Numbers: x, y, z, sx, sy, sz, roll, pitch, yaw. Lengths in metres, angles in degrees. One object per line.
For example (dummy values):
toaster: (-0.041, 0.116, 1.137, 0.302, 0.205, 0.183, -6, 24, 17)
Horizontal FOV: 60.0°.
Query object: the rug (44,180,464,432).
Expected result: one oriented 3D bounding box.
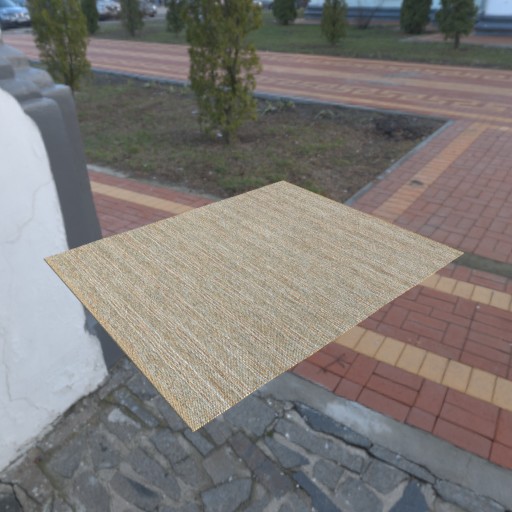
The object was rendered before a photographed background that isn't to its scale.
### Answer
rug: (0.000, 0.000, 4.112, 3.034, 0.012, 2.471, -24, 38, -34)
